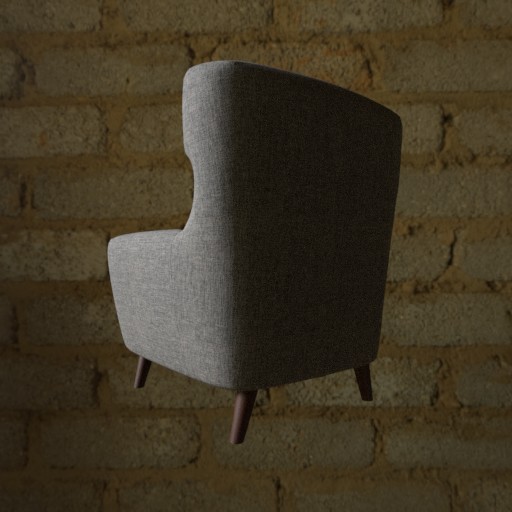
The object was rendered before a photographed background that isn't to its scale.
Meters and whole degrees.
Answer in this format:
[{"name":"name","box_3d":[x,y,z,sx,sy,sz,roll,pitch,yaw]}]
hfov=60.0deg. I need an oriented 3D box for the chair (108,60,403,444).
[{"name":"chair","box_3d":[0.000,0.000,1.681,0.878,1.063,0.904,0,0,-38]}]
